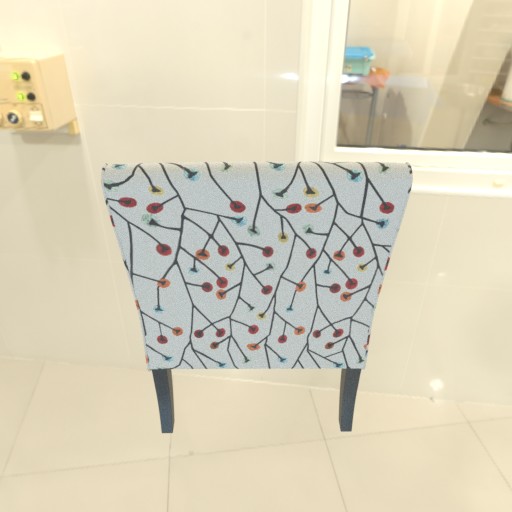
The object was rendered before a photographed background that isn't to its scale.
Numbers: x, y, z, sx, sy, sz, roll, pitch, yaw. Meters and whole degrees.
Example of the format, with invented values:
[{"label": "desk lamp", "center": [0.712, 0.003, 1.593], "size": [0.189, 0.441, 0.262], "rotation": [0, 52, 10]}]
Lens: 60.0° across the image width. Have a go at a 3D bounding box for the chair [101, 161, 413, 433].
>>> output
[{"label": "chair", "center": [0.000, 0.000, 1.311], "size": [0.597, 0.813, 0.732], "rotation": [0, 32, -1]}]
